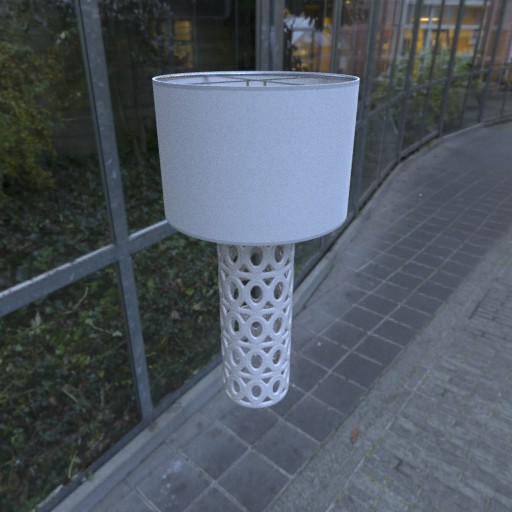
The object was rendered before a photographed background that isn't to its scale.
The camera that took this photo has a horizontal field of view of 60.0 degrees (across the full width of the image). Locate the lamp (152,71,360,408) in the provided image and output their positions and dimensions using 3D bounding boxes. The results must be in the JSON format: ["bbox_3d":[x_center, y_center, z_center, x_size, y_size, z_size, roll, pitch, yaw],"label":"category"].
[{"bbox_3d":[0.000,0.000,0.848,0.324,0.636,0.325,-18,31,-32],"label":"lamp"}]
